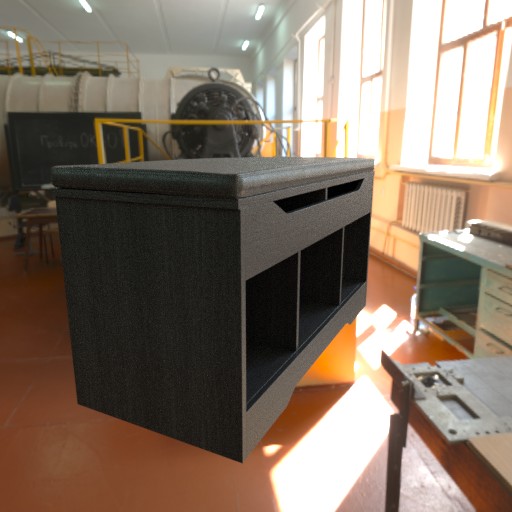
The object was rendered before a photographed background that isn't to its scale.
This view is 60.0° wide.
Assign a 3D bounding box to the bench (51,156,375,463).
[{"bbox_3d":[0.000,0.000,1.179,0.401,0.501,0.905,7,15,26],"label":"bench"}]
